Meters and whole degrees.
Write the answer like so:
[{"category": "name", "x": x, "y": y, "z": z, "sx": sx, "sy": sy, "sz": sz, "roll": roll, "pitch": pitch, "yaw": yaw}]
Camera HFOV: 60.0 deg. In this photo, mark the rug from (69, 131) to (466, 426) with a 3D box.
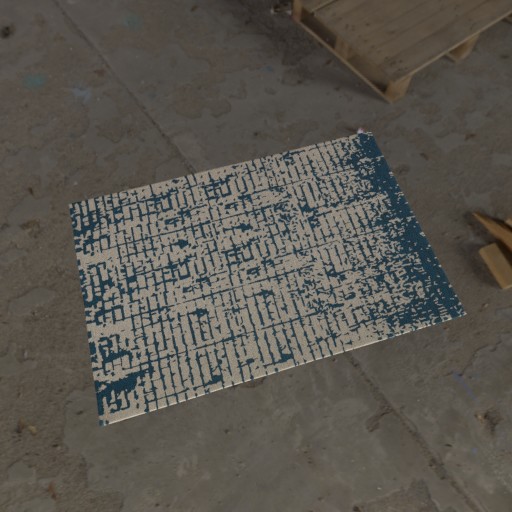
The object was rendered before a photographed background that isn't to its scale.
[{"category": "rug", "x": 0.000, "y": 0.000, "z": 2.350, "sx": 1.828, "sy": 0.007, "sz": 1.220, "roll": -15, "pitch": 66, "yaw": -7}]
